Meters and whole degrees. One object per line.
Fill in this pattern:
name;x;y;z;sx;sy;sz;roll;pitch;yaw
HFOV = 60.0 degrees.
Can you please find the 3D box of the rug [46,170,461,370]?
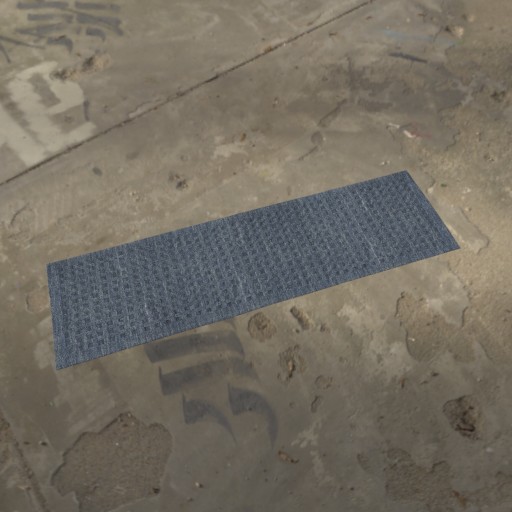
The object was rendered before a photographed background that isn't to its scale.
rug;0.000;0.000;2.707;2.443;0.008;0.688;-16;59;-10
